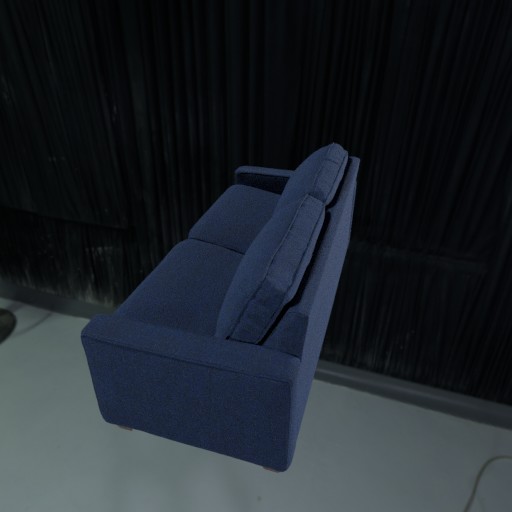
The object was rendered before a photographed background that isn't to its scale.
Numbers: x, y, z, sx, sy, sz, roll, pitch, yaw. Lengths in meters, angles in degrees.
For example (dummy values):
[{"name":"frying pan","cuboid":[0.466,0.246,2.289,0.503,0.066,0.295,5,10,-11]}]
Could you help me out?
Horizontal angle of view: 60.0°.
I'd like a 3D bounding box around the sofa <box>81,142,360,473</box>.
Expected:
[{"name":"sofa","cuboid":[0.000,0.000,2.597,0.940,0.919,2.080,9,33,15]}]
